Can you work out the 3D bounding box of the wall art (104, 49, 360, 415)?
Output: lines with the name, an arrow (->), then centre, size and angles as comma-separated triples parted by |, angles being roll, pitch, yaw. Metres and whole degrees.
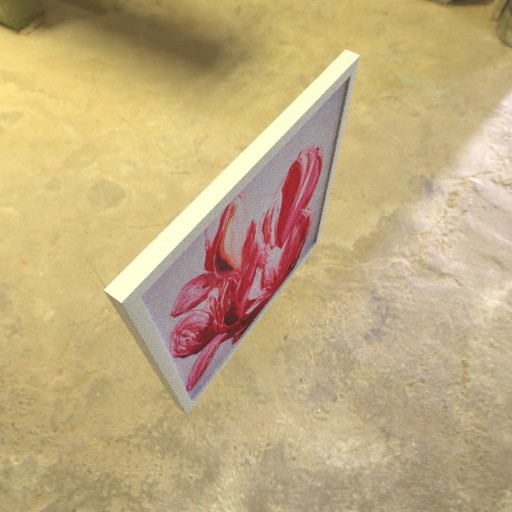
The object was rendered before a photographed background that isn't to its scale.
wall art -> 0.000, 0.000, 0.697 | 0.023, 0.453, 0.455 | 31, 63, 18
